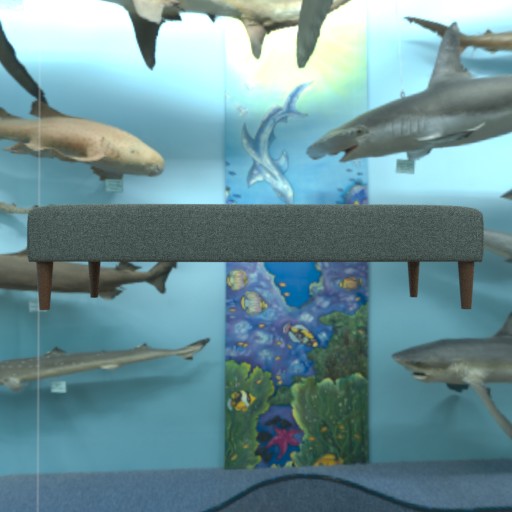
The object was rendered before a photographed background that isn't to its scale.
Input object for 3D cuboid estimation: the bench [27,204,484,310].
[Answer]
[{"bbox_3d":[0.000,0.000,1.832,1.598,0.384,0.631,0,-1,-1],"label":"bench"}]
